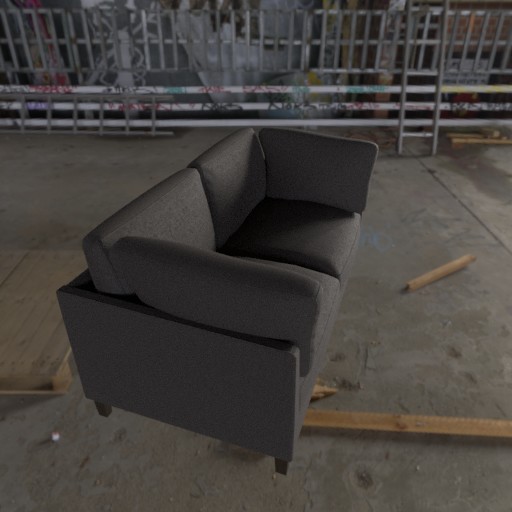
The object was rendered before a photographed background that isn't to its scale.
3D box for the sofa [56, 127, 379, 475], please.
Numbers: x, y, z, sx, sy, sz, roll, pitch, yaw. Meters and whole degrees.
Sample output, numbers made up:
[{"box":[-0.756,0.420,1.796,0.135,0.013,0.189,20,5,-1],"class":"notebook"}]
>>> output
[{"box":[0.000,0.000,2.291,0.969,0.920,1.751,10,32,17],"class":"sofa"}]
